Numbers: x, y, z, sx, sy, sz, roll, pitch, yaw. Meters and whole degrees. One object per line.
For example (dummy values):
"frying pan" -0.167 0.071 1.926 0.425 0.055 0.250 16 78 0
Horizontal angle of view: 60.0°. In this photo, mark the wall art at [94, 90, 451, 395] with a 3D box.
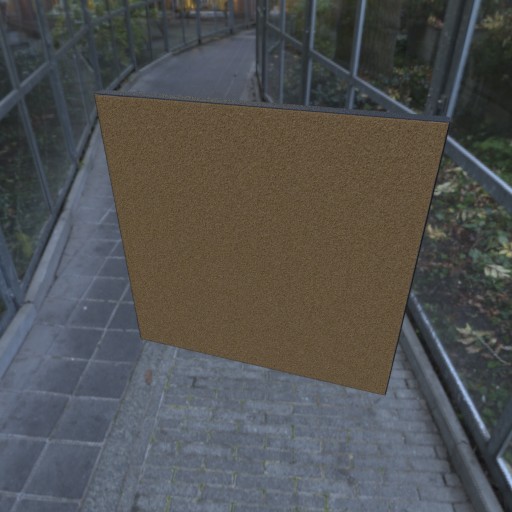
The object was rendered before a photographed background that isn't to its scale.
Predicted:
"wall art" 0.000 0.000 0.676 0.456 0.453 0.022 10 34 14
